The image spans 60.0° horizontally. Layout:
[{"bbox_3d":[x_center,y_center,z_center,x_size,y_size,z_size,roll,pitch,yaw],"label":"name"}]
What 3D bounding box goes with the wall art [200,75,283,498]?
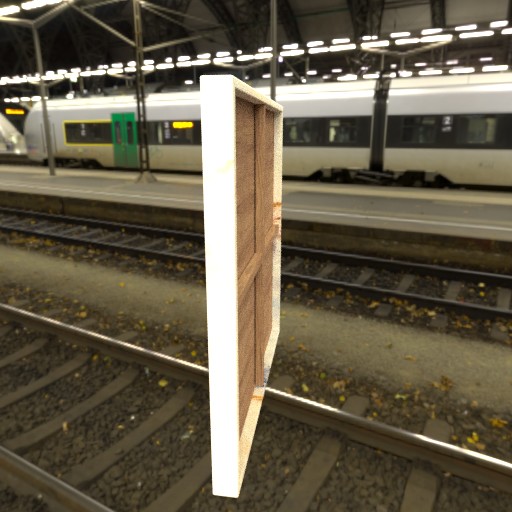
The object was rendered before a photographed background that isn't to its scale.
[{"bbox_3d":[0.000,0.000,1.561,0.071,1.061,1.061,2,15,9],"label":"wall art"}]
